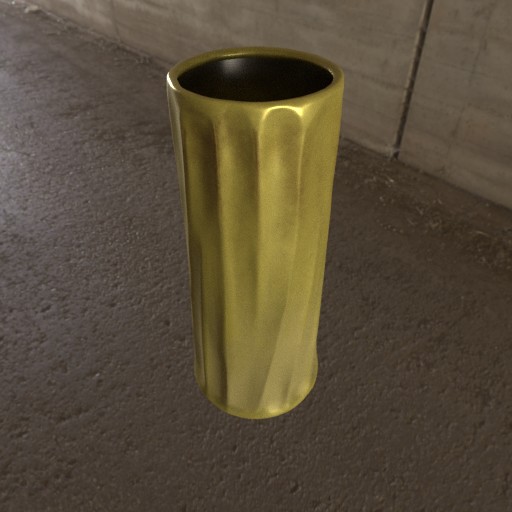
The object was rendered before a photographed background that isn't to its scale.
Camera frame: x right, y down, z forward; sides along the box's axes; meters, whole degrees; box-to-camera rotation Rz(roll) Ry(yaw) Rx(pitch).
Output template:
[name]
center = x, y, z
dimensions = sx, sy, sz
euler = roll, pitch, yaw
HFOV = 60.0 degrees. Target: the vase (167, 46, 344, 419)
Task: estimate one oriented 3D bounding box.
[vase]
center = 0.000, 0.000, 0.176
dimensions = 0.061, 0.143, 0.061
euler = 0, 40, 0
